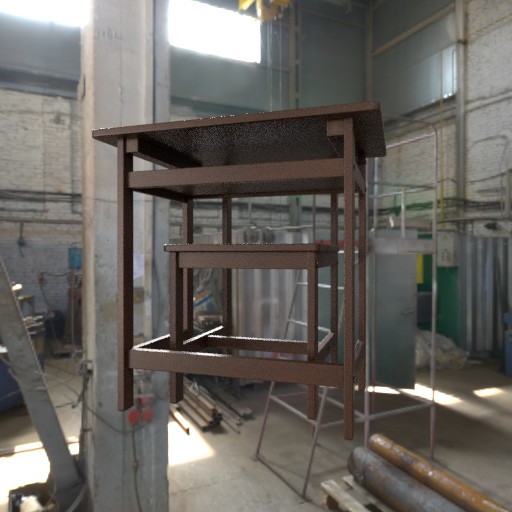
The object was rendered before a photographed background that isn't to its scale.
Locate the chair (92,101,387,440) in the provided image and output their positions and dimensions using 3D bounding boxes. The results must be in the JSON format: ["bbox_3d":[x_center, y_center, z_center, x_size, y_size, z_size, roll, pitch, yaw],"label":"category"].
[{"bbox_3d":[0.000,0.000,1.075,0.599,0.673,0.463,0,0,18],"label":"chair"}]
